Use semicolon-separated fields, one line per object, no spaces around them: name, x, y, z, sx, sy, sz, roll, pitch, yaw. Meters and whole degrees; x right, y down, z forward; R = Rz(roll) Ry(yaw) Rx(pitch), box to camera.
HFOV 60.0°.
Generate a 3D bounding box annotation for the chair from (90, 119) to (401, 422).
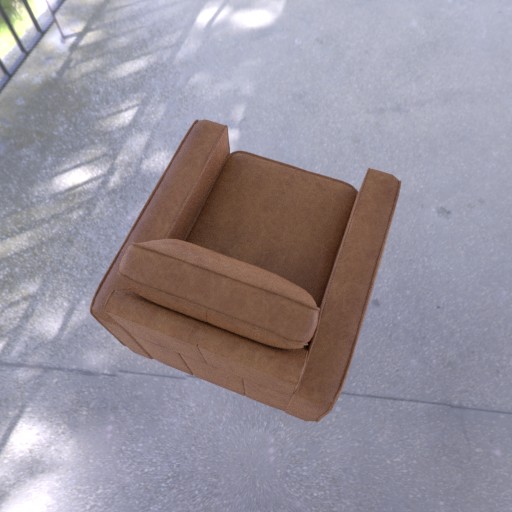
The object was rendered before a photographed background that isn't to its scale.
chair;0.000;0.000;1.839;0.987;0.901;1.027;16;65;8
